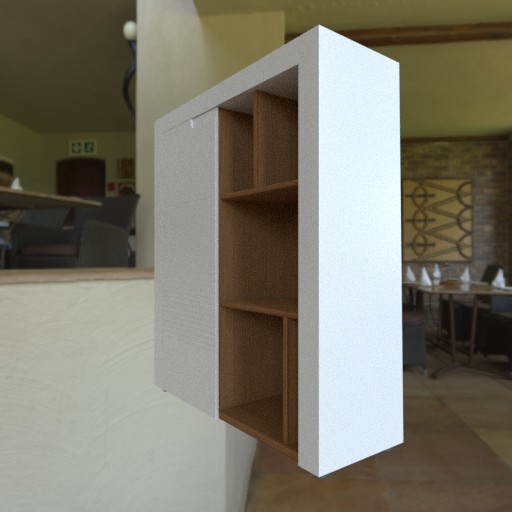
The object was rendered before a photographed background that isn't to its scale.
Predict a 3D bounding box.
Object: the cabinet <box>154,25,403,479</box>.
[{"bbox_3d":[0.000,0.000,1.601,0.348,1.150,0.990,0,0,-37],"label":"cabinet"}]
